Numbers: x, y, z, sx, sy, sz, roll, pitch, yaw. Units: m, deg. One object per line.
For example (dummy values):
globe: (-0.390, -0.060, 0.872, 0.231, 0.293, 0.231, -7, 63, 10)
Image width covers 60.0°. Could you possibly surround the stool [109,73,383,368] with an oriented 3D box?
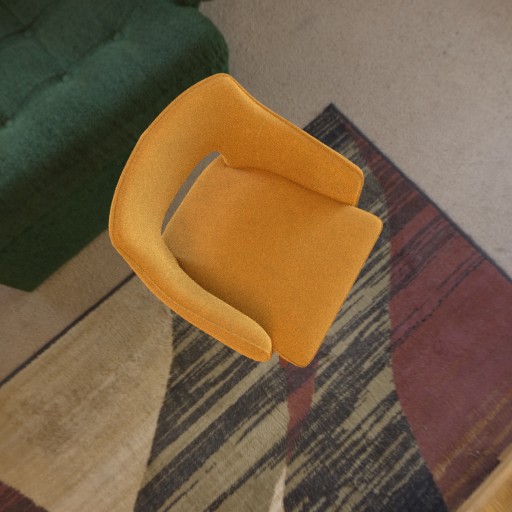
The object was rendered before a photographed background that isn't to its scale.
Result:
stool: (0.000, 0.000, 1.355, 0.558, 1.012, 0.548, 29, 78, 7)
